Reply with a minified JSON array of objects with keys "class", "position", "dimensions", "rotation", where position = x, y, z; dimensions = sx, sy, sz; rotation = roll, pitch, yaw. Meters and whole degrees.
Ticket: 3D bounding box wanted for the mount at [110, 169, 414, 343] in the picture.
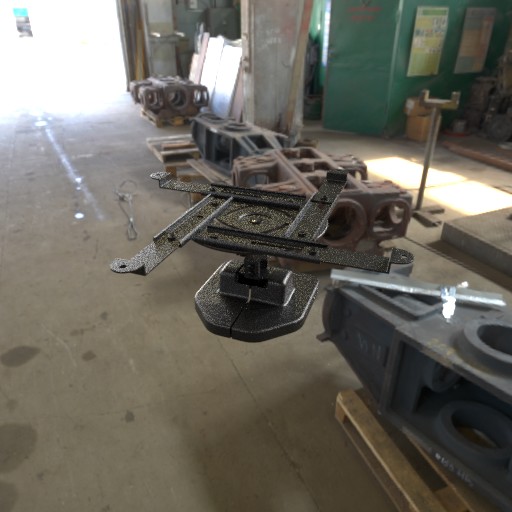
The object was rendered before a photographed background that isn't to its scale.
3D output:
[{"class":"mount","position":[0.000,0.000,0.599],"dimensions":[0.394,0.141,0.394],"rotation":[10,30,18]}]
